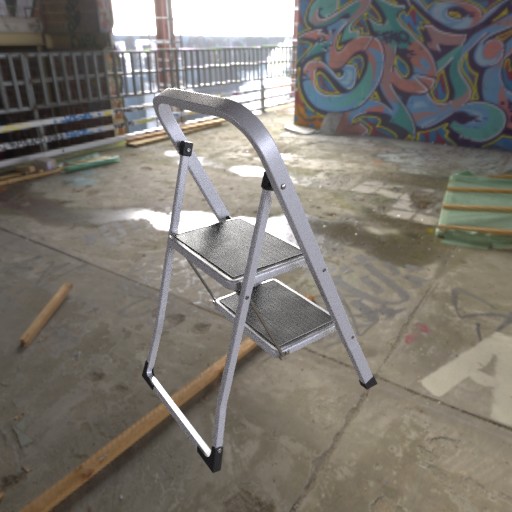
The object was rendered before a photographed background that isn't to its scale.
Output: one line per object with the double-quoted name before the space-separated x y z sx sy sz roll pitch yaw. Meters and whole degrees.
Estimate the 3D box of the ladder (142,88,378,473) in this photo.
"ladder" 0.000 0.000 1.136 0.544 0.810 0.460 -18 32 -32
